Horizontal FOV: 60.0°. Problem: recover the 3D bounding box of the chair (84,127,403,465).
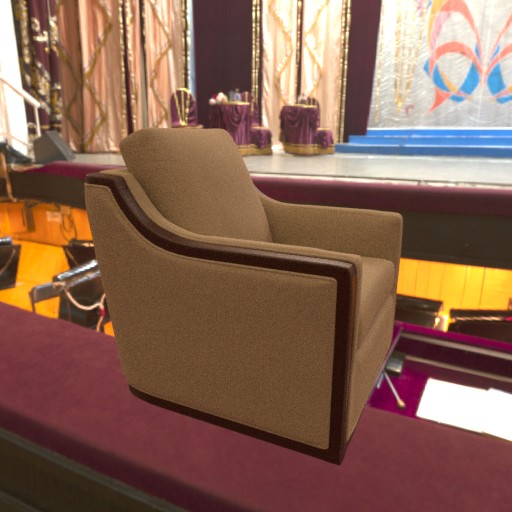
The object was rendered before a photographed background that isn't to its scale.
[{"bbox_3d":[0.000,0.000,1.673,0.950,0.930,0.870,7,17,25],"label":"chair"}]
